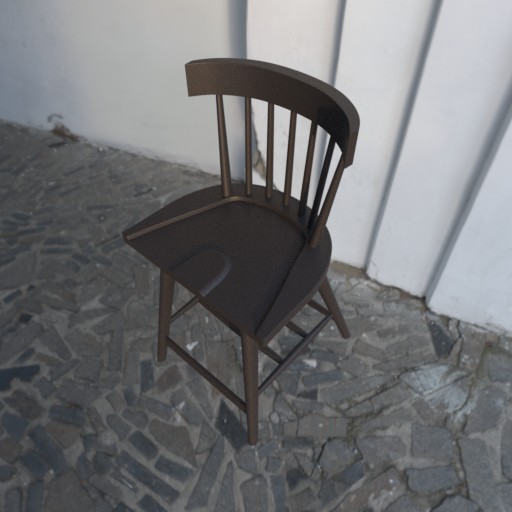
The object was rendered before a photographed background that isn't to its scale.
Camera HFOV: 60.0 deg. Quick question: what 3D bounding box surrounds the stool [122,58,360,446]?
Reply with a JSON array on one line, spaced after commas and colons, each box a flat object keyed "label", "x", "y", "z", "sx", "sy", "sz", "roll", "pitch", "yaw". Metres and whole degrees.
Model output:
[{"label": "stool", "x": 0.000, "y": 0.000, "z": 1.258, "sx": 0.494, "sy": 0.953, "sz": 0.549, "roll": 33, "pitch": 55, "yaw": 27}]
